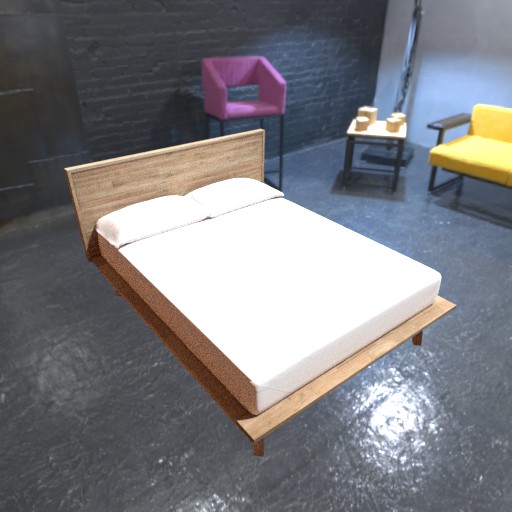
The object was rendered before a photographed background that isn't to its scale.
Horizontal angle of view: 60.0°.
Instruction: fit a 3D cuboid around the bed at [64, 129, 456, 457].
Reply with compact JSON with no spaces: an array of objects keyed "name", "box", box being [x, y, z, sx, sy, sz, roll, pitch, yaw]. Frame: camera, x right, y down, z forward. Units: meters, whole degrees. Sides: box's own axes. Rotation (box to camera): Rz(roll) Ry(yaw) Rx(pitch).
[{"name":"bed","box":[0.000,0.000,3.122,1.759,1.071,2.145,-21,37,-32]}]
